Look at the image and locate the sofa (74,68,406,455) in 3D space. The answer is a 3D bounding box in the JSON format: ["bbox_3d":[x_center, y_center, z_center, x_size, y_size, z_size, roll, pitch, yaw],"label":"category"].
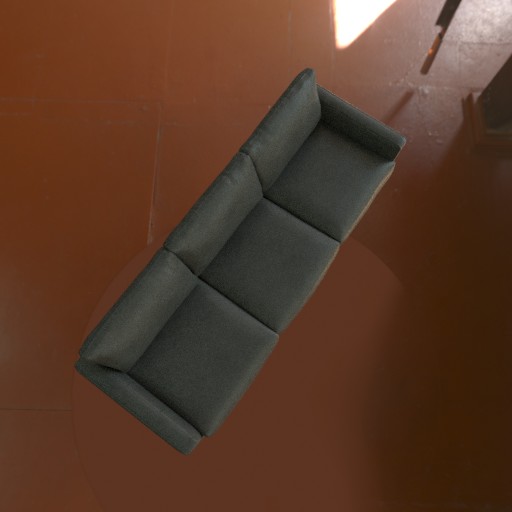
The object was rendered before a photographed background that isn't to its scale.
[{"bbox_3d":[0.000,0.000,2.450,0.748,0.805,2.029,34,77,9],"label":"sofa"}]
